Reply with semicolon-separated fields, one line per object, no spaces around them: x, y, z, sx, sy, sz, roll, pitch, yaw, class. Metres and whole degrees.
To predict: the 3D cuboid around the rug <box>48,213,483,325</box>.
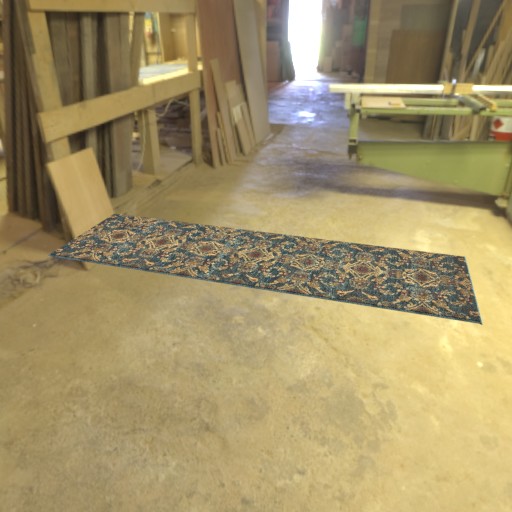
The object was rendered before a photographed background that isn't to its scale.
0.000;0.000;2.537;2.292;0.014;0.685;8;28;15;rug
